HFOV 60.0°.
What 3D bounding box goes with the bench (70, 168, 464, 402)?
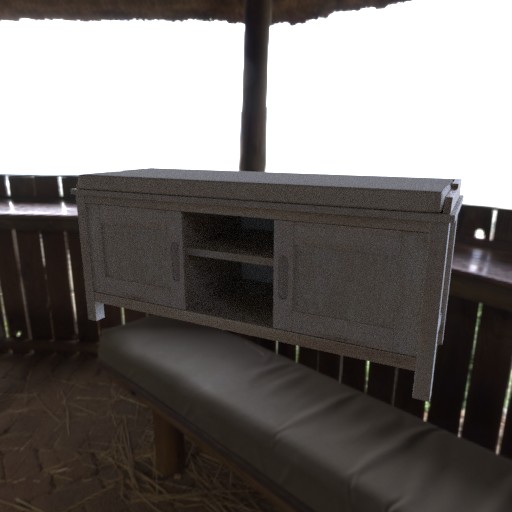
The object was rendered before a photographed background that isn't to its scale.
[{"bbox_3d":[0.000,0.000,1.404,1.140,0.501,0.398,7,16,26],"label":"bench"}]
